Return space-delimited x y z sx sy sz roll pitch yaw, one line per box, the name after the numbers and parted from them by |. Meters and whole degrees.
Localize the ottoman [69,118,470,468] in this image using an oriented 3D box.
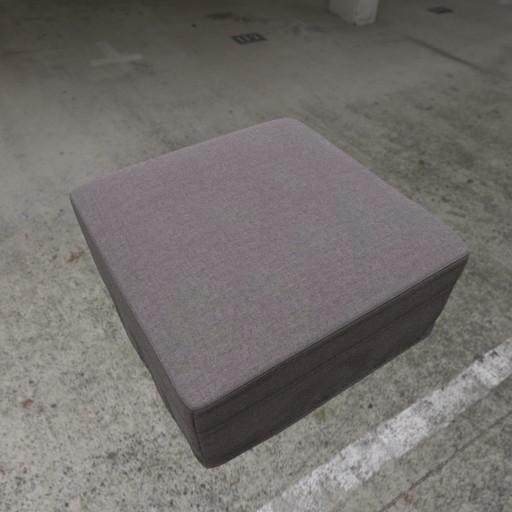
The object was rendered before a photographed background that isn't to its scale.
0.000 0.000 1.344 0.840 0.436 0.843 -24 51 -22 | ottoman
